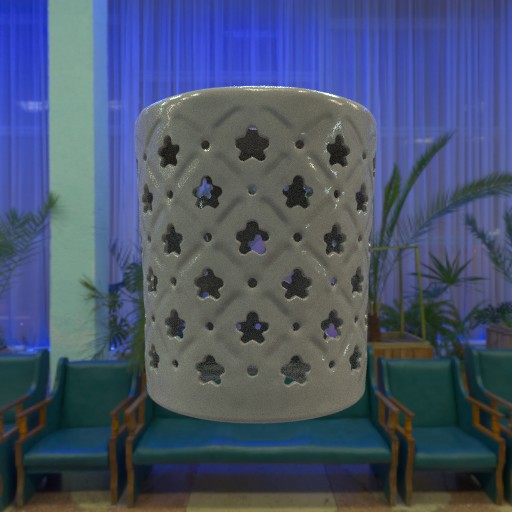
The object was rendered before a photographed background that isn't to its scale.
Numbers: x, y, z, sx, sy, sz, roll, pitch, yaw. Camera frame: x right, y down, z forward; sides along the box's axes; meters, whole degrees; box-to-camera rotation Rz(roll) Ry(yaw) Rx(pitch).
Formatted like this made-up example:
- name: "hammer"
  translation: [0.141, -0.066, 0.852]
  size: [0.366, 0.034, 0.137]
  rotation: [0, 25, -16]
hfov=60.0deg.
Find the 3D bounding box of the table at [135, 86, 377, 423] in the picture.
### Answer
- name: "table"
  translation: [0.000, 0.000, 0.662]
  size: [0.352, 0.387, 0.352]
  rotation: [0, 0, 0]
